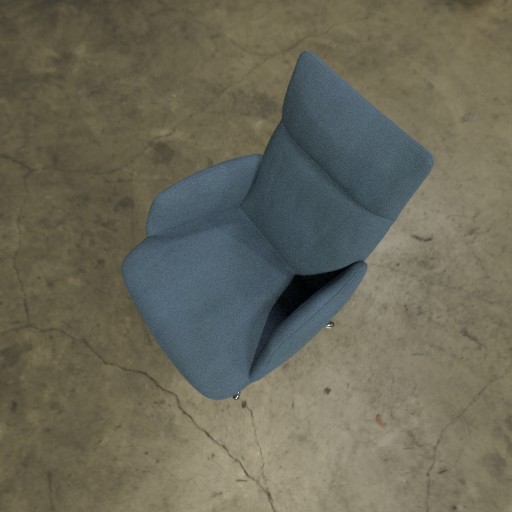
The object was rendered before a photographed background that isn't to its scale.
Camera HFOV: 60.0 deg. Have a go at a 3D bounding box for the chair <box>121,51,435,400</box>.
[{"bbox_3d":[0.000,0.000,1.578,0.889,1.016,0.711,-33,67,-16],"label":"chair"}]
